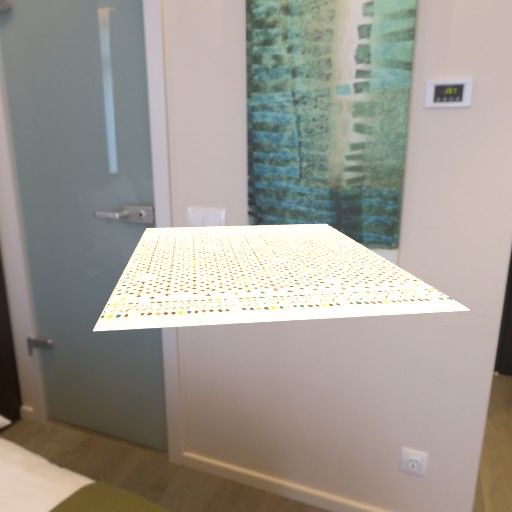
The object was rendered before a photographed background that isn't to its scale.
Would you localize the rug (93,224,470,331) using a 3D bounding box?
[{"bbox_3d":[0.000,0.000,2.070,1.146,0.006,1.556,-2,14,-8],"label":"rug"}]
